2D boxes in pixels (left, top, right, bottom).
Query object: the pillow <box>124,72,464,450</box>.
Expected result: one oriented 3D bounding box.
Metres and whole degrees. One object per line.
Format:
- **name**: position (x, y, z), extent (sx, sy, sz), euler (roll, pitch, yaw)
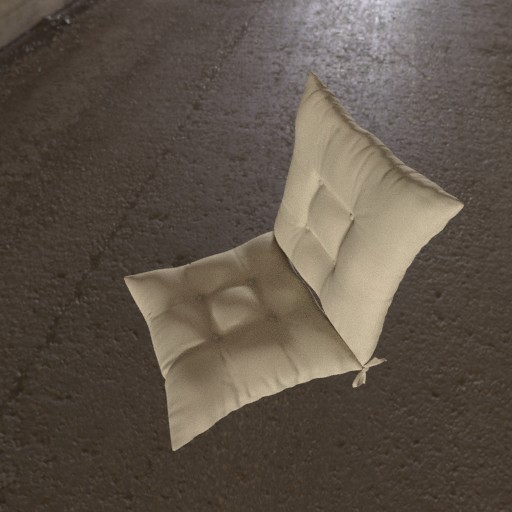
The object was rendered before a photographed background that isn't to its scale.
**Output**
- **pillow**: position (0.000, 0.000, 0.982), extent (0.585, 0.536, 0.541), euler (-18, 50, -15)
